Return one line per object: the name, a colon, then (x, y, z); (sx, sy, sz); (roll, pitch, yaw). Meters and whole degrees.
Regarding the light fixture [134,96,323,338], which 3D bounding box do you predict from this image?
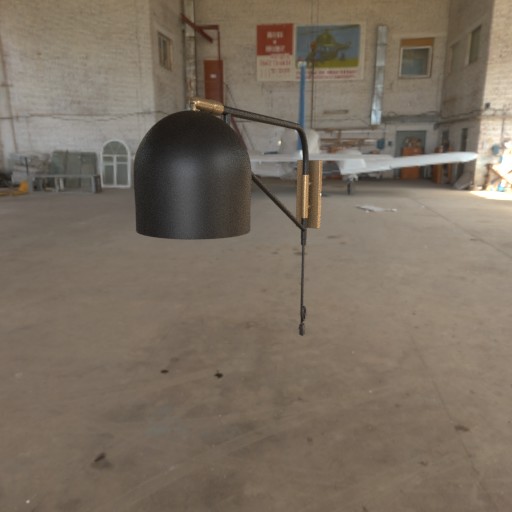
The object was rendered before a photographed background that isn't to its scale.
light fixture: (0.000, 0.000, 1.085); (0.215, 0.696, 0.720); (7, 16, 27)
